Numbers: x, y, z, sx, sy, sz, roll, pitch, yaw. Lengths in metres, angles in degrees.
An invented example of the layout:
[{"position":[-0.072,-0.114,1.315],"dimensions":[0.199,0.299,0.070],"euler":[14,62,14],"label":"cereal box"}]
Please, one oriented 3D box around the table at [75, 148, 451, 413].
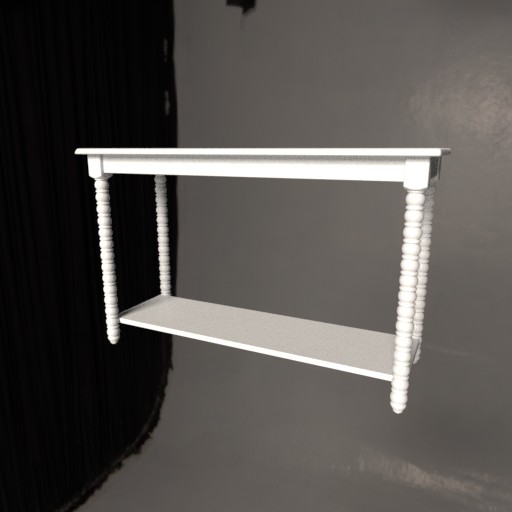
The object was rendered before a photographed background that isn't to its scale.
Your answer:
[{"position":[0.000,0.000,1.569],"dimensions":[1.184,0.740,0.459],"euler":[7,15,25],"label":"table"}]
